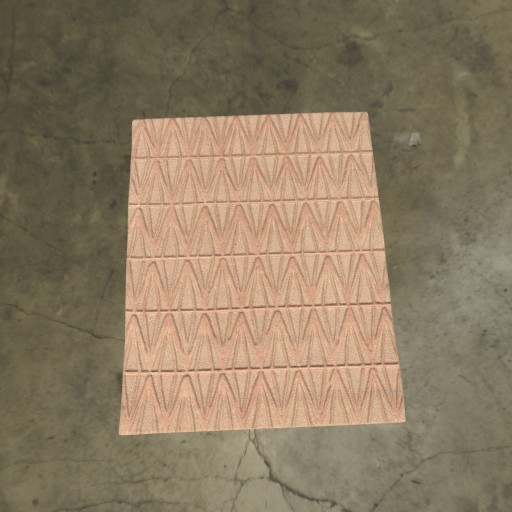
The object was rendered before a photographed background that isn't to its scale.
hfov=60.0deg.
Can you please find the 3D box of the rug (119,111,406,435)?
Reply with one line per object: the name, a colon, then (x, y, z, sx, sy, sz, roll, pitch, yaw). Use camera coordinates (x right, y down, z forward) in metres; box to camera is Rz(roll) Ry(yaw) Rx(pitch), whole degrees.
rug: (0.000, 0.000, 4.177, 2.453, 0.043, 3.052, -2, 74, -1)
